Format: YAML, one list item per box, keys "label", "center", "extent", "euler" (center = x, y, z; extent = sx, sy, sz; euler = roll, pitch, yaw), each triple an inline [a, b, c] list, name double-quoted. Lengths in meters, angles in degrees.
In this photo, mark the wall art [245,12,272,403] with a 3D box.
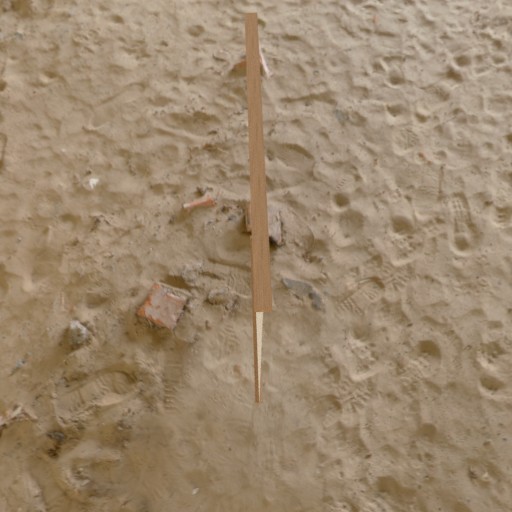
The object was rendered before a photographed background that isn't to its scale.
- label: "wall art"
  center: [0.000, 0.000, 1.876]
  extent: [0.040, 1.510, 0.991]
  euler: [-2, 64, -1]
